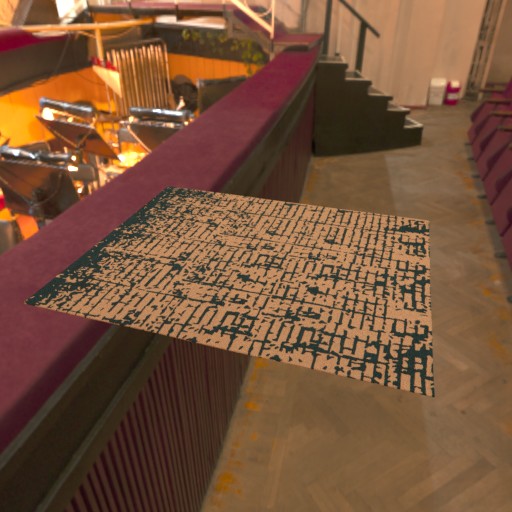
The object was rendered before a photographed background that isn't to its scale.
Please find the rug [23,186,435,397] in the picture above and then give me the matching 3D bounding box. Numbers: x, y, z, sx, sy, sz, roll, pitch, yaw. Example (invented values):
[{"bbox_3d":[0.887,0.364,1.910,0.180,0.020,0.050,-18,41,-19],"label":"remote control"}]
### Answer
[{"bbox_3d":[0.000,0.000,4.021,3.017,0.014,2.416,10,33,15],"label":"rug"}]
